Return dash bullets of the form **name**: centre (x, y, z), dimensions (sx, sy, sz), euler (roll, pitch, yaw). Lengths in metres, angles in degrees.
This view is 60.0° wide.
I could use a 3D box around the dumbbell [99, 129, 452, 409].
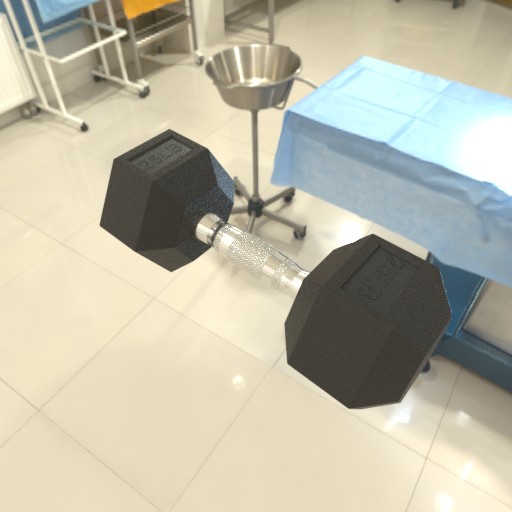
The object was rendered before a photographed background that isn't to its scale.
- **dumbbell**: centre (0.000, 0.000, 0.383), dimensions (0.315, 0.113, 0.129), euler (32, 55, 26)
